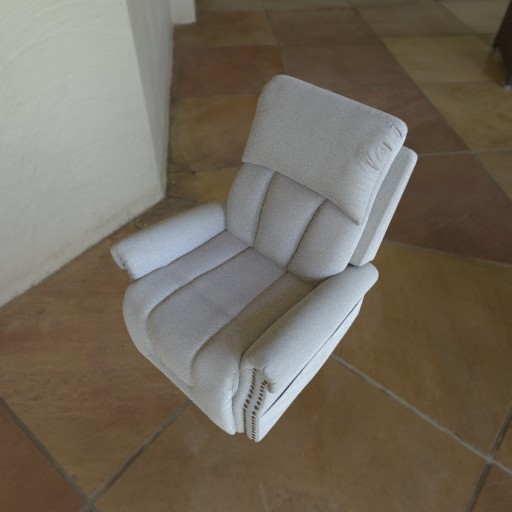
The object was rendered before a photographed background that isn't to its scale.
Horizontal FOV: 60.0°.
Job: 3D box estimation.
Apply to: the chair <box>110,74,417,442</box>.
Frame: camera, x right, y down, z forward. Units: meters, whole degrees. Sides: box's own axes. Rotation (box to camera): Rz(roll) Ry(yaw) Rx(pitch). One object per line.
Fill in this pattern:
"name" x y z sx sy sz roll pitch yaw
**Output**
"chair" 0.000 0.000 1.745 0.871 1.031 0.979 33 55 28
